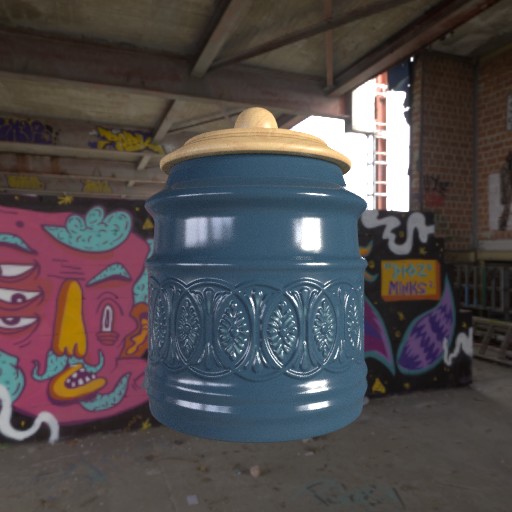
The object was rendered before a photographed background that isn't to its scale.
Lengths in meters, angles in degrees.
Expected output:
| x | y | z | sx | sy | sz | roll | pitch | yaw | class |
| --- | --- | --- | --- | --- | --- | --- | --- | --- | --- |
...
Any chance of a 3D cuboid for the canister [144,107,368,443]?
| x | y | z | sx | sy | sz | roll | pitch | yaw | class |
| --- | --- | --- | --- | --- | --- | --- | --- | --- | --- |
| 0.000 | 0.000 | 0.266 | 0.130 | 0.176 | 0.130 | 0 | 0 | 0 | canister |
